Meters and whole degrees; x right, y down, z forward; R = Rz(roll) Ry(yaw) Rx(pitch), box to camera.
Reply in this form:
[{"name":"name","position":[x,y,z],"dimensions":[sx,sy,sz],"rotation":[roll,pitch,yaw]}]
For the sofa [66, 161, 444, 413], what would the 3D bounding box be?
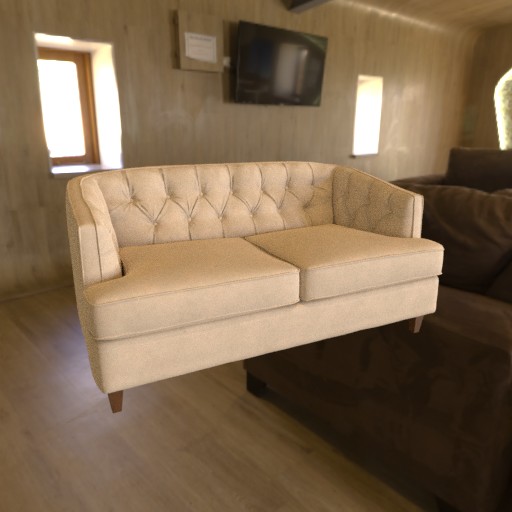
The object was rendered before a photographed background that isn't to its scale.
[{"name":"sofa","position":[0.000,0.000,2.268],"dimensions":[1.731,0.878,0.940],"rotation":[-8,18,-25]}]
